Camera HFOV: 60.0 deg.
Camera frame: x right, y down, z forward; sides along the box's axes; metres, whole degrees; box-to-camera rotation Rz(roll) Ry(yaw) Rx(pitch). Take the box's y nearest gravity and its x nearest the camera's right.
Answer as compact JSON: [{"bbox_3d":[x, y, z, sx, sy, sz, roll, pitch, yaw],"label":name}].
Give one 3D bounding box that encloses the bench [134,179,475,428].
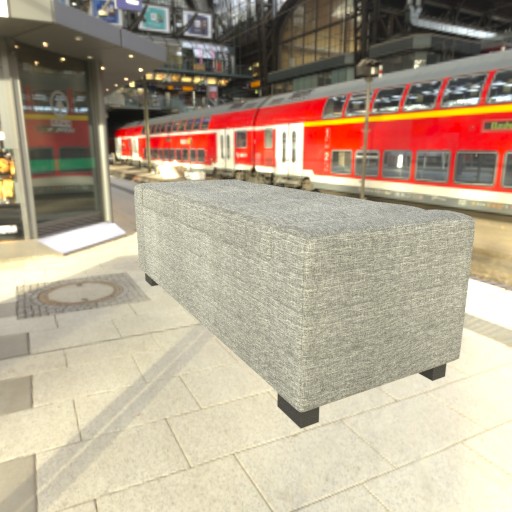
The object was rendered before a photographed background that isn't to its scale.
[{"bbox_3d":[0.000,0.000,1.539,0.508,0.445,1.296,-8,16,-28],"label":"bench"}]
